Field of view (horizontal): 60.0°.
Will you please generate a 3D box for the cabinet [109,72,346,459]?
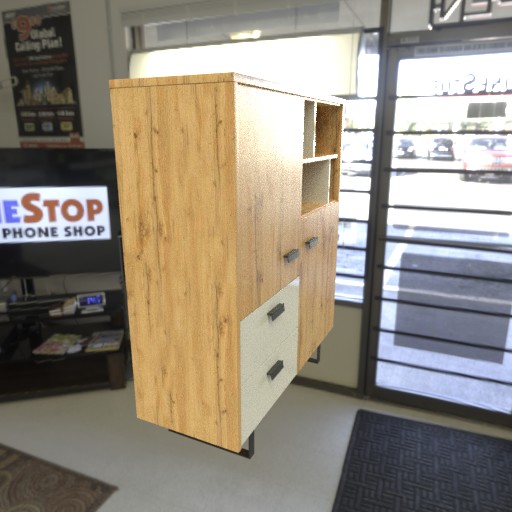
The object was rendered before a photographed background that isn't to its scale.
[{"bbox_3d":[0.000,0.000,2.004,0.473,1.397,1.168,7,17,25],"label":"cabinet"}]
